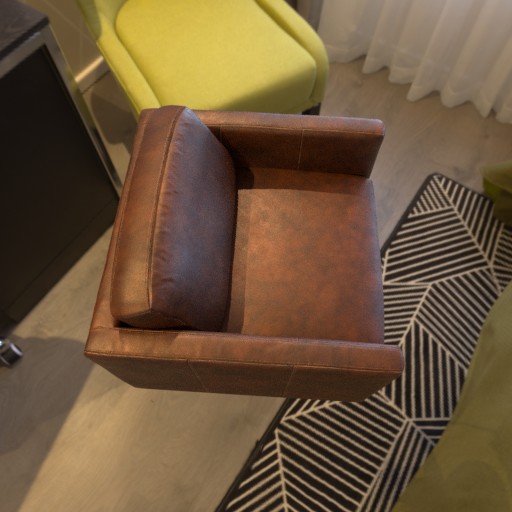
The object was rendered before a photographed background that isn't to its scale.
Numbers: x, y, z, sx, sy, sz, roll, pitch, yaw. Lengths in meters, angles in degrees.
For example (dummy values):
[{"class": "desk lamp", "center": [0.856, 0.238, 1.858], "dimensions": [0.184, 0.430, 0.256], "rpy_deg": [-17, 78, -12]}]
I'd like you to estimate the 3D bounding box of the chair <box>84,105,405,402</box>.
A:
[{"class": "chair", "center": [0.000, 0.000, 1.754], "dimensions": [0.975, 0.864, 0.990], "rpy_deg": [3, 64, 2]}]
